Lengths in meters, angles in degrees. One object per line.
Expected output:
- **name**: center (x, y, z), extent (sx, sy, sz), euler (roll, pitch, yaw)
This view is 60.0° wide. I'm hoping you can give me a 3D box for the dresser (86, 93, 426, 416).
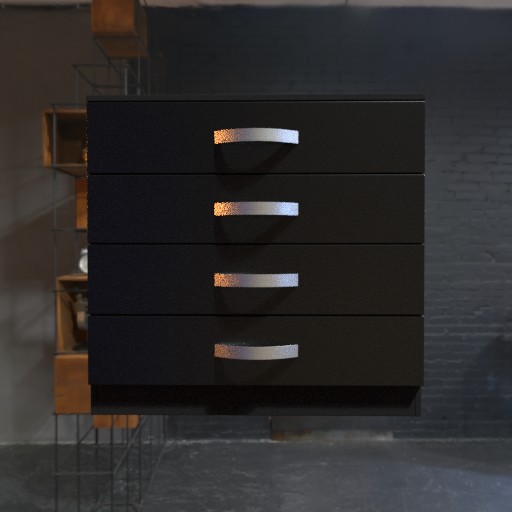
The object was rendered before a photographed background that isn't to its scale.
- **dresser**: center (0.000, 0.000, 1.137), extent (0.750, 0.720, 0.360), euler (0, 1, 1)
